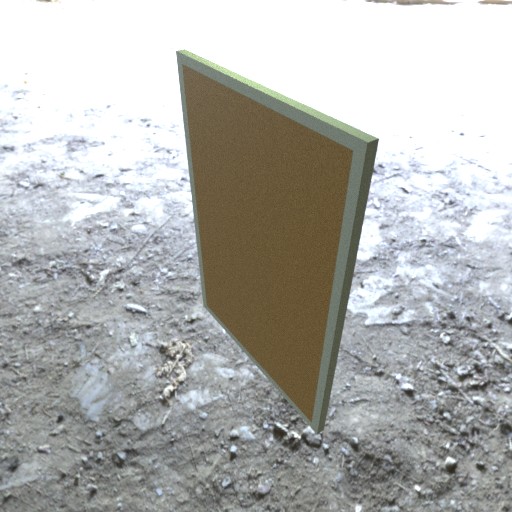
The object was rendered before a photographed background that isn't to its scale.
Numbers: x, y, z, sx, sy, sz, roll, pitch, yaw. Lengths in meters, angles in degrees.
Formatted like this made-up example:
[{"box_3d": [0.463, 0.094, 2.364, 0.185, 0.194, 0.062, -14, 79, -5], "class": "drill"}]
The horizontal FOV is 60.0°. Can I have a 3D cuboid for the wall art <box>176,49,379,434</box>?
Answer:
[{"box_3d": [0.000, 0.000, 0.570, 0.013, 0.433, 0.303, -25, 46, -27], "class": "wall art"}]
